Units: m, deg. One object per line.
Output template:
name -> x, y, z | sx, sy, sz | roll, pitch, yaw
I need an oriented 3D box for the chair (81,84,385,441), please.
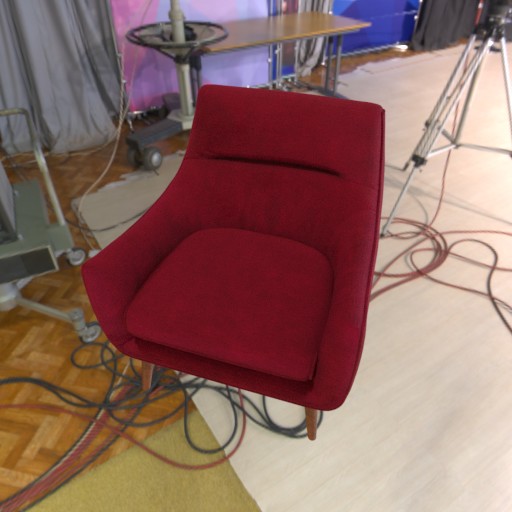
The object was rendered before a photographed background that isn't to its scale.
chair -> 0.000, 0.000, 1.449 | 0.762, 0.838, 0.787 | 12, 42, 14
